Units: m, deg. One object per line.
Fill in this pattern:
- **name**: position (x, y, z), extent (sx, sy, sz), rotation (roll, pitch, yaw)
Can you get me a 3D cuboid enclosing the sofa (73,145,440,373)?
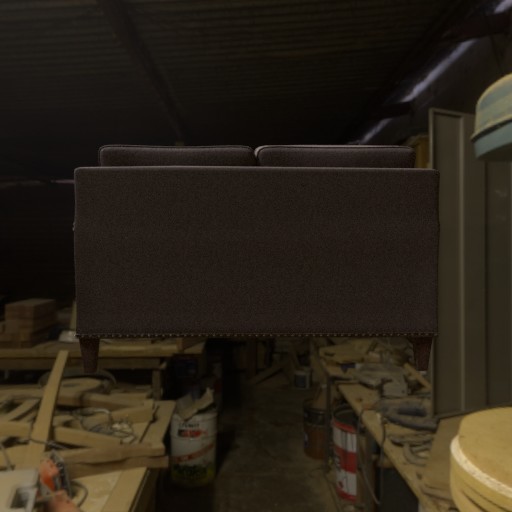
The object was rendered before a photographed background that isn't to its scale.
- **sofa**: position (0.000, 0.000, 2.338), extent (1.597, 1.003, 1.084), rotation (0, 0, -1)
